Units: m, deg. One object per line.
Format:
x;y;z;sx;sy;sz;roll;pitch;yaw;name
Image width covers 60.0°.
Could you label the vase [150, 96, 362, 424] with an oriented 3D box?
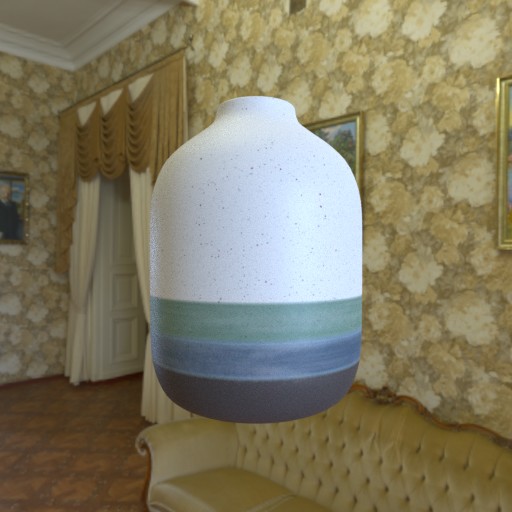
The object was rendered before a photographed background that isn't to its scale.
0.000;0.000;0.363;0.169;0.240;0.169;0;0;0;vase
